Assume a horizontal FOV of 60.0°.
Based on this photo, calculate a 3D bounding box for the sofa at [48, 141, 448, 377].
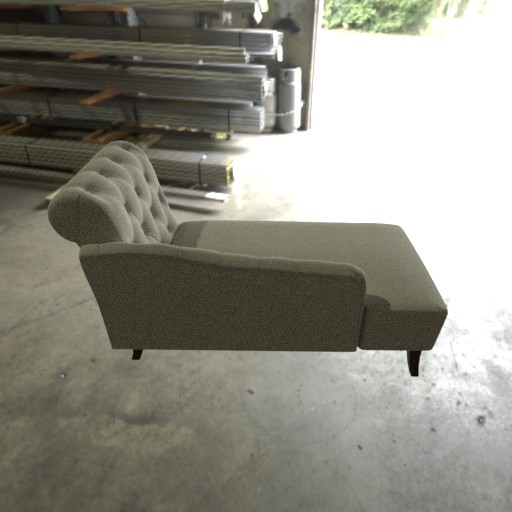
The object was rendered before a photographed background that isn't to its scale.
[{"bbox_3d":[0.000,0.000,1.837,1.379,0.787,0.675,1,31,1],"label":"sofa"}]
